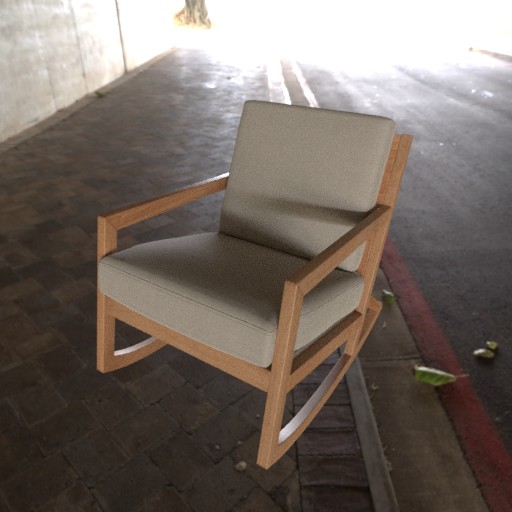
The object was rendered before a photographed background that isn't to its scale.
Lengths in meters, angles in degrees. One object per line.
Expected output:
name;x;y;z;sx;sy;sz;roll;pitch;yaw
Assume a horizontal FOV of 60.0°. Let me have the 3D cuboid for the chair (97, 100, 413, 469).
chair;0.000;0.000;1.390;0.622;0.790;0.857;18;35;28
